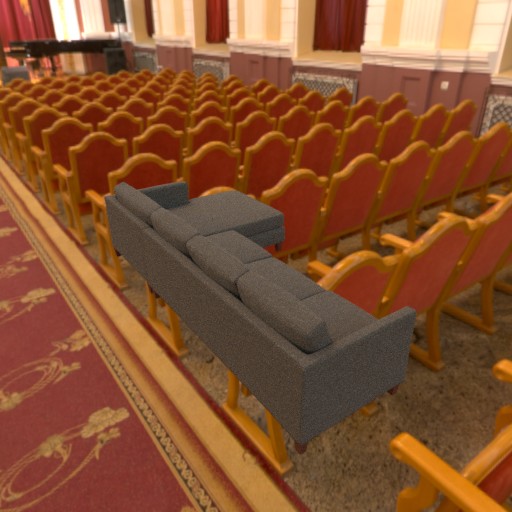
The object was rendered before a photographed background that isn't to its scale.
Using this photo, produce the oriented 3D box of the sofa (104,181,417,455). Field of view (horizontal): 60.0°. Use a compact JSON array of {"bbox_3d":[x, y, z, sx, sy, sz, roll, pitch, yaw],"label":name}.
[{"bbox_3d":[0.000,0.000,3.943,1.625,0.846,3.186,-18,33,-31],"label":"sofa"}]
